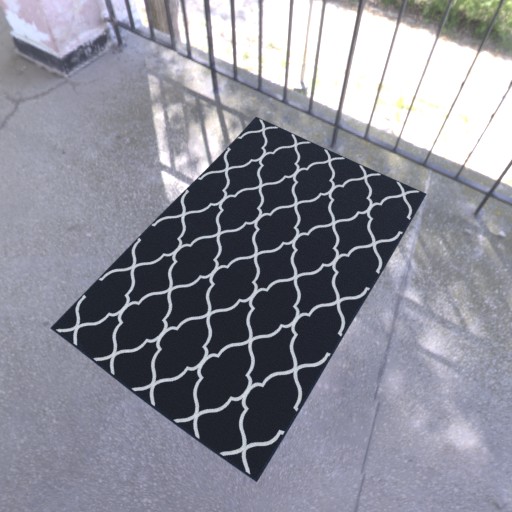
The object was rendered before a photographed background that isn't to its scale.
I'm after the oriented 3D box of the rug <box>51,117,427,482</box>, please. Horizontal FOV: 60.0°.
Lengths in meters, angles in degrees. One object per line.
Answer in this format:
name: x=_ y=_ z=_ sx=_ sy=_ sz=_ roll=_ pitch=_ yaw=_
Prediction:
rug: x=0.000 y=0.000 z=2.986 sx=1.526 sy=0.014 sz=2.290 roll=29 pitch=63 yaw=17
